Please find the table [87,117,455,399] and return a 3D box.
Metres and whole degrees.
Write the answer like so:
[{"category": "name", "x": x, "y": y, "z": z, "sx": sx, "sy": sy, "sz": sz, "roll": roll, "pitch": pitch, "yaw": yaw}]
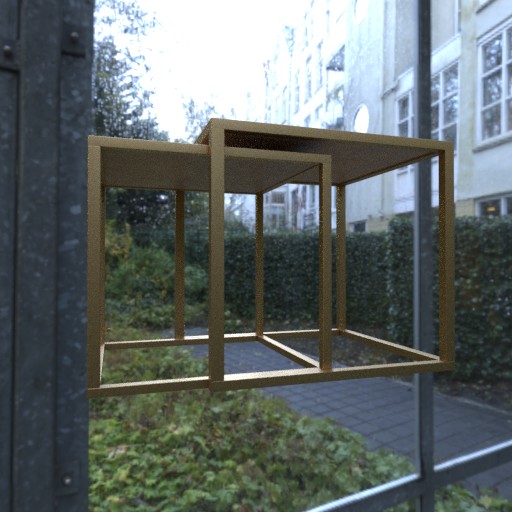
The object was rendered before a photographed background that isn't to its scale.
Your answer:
[{"category": "table", "x": 0.000, "y": 0.000, "z": 1.100, "sx": 0.762, "sy": 0.505, "sz": 0.505, "roll": 0, "pitch": -1, "yaw": -18}]
